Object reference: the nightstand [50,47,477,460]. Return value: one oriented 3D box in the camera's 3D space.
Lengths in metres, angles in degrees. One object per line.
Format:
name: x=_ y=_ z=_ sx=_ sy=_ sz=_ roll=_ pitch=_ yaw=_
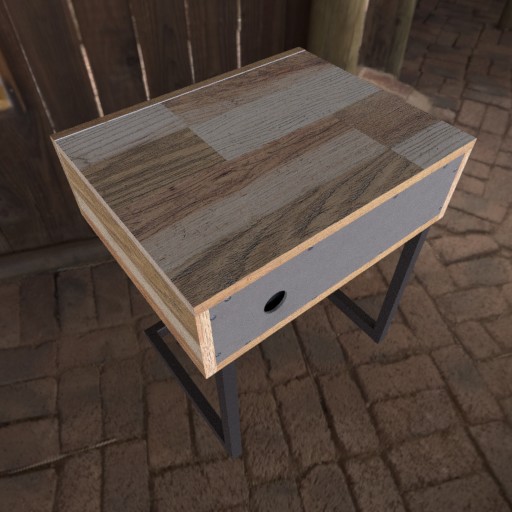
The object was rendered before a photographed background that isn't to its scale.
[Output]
nightstand: x=0.000 y=0.000 z=0.984 sx=0.558 sy=0.632 sz=0.481 roll=-30 pitch=55 yaw=-24
